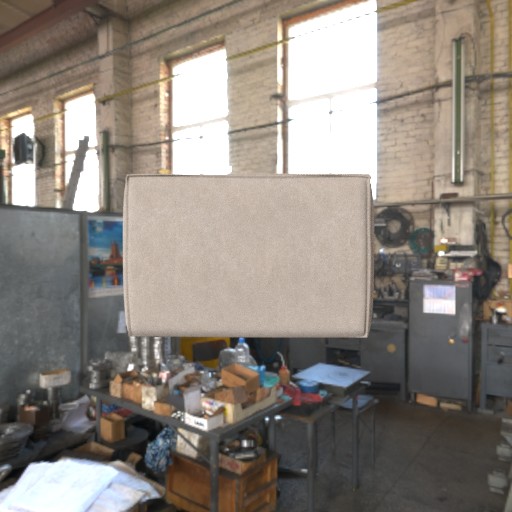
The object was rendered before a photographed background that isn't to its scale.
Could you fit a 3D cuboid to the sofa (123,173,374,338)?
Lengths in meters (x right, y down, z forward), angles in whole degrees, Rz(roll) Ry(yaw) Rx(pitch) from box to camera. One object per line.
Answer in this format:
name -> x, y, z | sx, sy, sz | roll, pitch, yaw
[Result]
sofa -> 0.000, 0.000, 3.049 | 1.038, 0.680, 2.697 | 0, 1, 2
